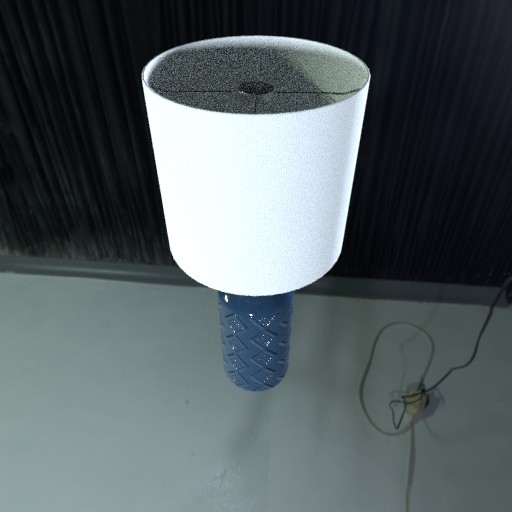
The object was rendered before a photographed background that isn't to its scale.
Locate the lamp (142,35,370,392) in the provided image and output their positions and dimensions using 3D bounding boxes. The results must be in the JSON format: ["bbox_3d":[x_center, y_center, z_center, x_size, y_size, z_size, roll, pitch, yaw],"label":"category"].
[{"bbox_3d":[0.000,0.000,0.559,0.207,0.461,0.207,1,41,1],"label":"lamp"}]
